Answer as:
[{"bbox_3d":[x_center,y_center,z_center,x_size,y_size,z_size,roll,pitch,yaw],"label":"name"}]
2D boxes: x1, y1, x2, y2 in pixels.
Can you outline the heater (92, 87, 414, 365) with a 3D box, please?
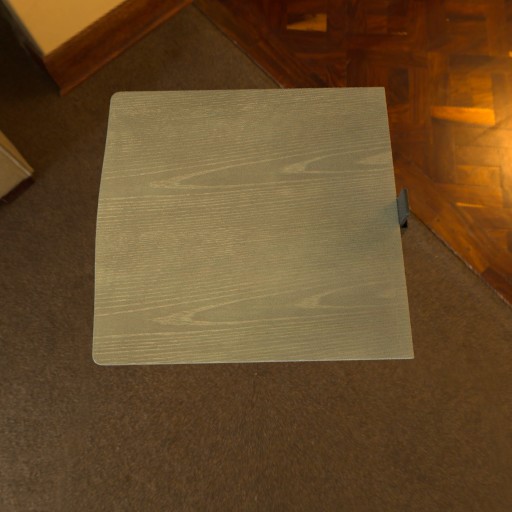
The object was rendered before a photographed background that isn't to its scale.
[{"bbox_3d":[0.000,0.000,0.756,0.400,0.481,0.362,-1,75,0],"label":"heater"}]
